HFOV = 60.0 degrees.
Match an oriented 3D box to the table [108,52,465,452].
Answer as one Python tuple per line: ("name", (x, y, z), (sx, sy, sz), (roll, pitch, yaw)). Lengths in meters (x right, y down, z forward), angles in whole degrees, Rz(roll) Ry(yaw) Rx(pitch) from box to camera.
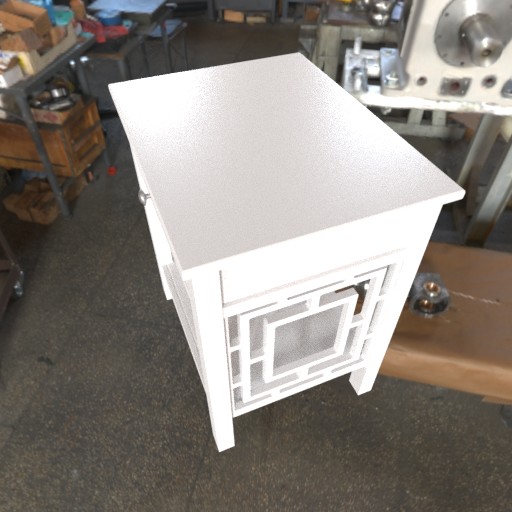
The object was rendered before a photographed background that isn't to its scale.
("table", (0.000, 0.000, 1.018), (0.451, 0.646, 0.564), (-16, 48, -15))
